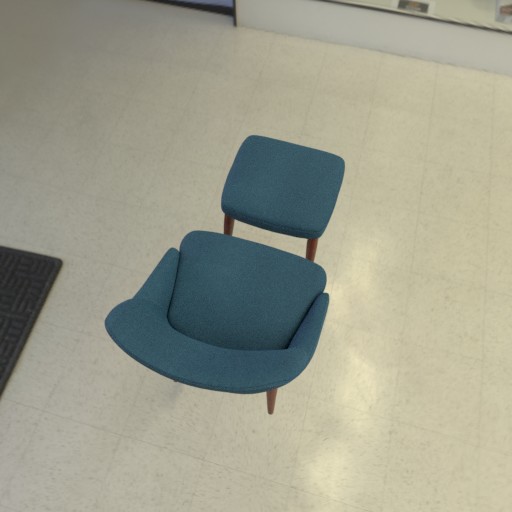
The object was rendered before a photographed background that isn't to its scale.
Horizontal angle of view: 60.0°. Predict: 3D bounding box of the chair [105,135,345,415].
[{"bbox_3d":[0.000,0.000,1.601,0.584,0.866,1.114,16,64,8],"label":"chair"}]
